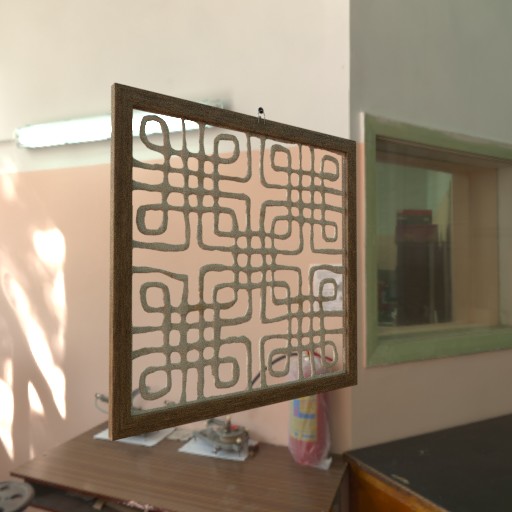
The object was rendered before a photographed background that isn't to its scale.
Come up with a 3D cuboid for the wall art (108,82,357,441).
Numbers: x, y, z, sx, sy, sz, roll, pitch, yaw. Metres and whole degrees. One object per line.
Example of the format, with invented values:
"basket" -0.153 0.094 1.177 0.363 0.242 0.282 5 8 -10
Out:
"wall art" 0.000 0.000 0.862 0.561 0.582 0.021 1 -2 -36
